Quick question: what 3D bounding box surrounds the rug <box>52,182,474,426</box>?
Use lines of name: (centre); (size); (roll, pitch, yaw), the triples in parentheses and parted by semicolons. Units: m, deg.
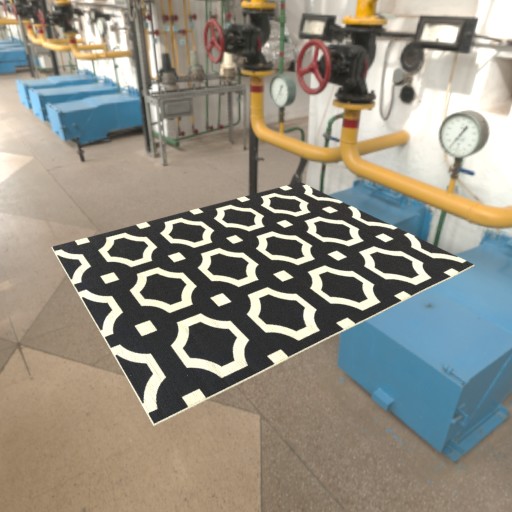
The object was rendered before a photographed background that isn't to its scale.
rug: (0.000, 0.000, 4.092); (3.049, 0.021, 2.466); (-19, 35, -29)
